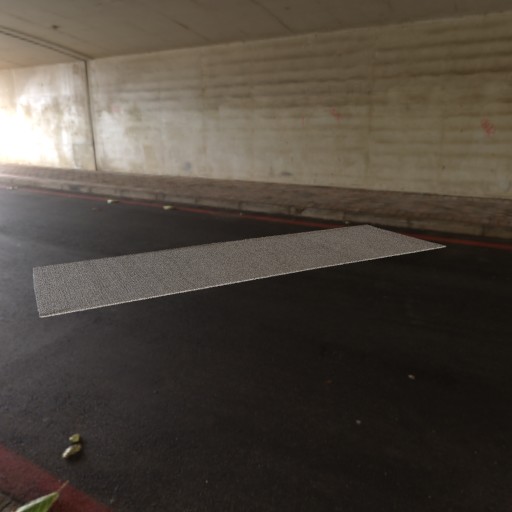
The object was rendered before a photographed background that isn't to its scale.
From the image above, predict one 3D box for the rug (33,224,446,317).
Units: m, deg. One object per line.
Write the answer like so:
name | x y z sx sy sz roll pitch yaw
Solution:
rug | 0.000 0.000 2.648 2.390 0.014 0.741 -8 18 -26
